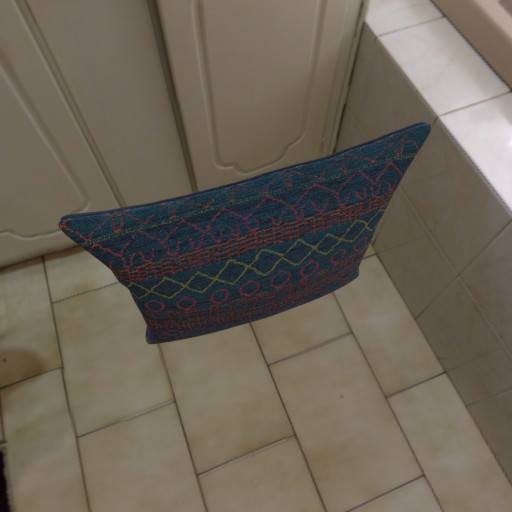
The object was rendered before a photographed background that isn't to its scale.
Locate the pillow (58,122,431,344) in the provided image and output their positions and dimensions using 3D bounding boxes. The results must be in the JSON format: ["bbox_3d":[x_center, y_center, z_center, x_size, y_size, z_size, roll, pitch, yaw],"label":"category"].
[{"bbox_3d":[0.000,0.000,0.670,0.431,0.431,0.141,-17,64,-8],"label":"pillow"}]
